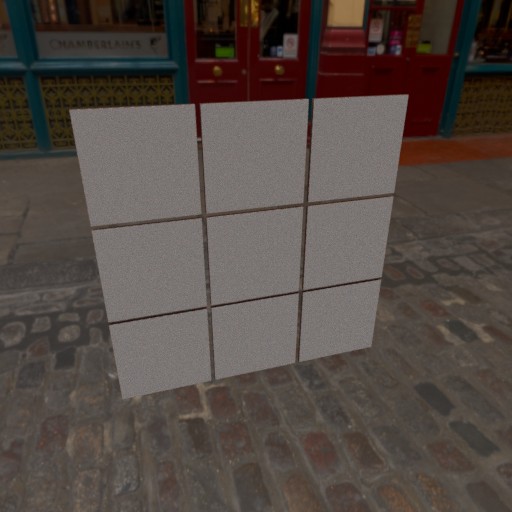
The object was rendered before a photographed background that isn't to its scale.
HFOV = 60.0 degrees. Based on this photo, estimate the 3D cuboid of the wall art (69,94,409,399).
[{"bbox_3d":[0.000,0.000,1.873,1.256,1.246,0.017,-8,28,-15],"label":"wall art"}]
